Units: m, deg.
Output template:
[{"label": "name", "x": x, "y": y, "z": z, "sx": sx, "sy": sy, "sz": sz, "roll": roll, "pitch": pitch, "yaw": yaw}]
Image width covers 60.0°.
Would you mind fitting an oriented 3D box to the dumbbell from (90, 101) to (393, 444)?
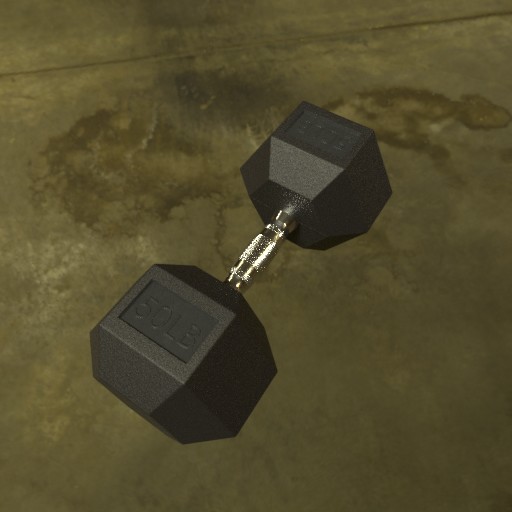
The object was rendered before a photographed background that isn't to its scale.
[{"label": "dumbbell", "x": 0.000, "y": 0.000, "z": 0.476, "sx": 0.173, "sy": 0.150, "sz": 0.384, "roll": 29, "pitch": 62, "yaw": 17}]
